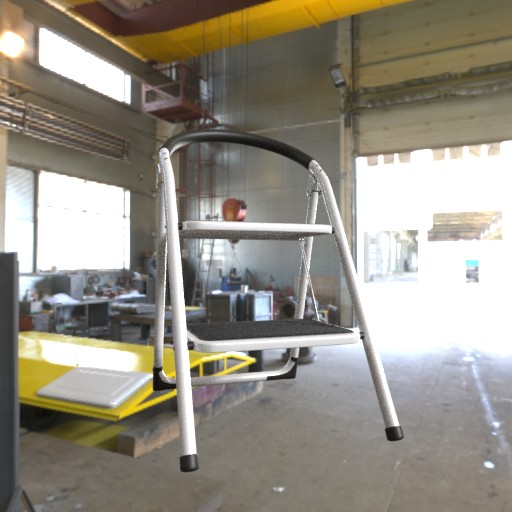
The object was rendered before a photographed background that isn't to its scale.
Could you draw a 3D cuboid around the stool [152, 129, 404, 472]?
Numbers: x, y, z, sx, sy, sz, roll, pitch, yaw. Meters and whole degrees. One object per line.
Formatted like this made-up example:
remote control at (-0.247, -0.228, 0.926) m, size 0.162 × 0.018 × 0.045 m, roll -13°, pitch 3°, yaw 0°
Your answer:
stool at (0.000, 0.000, 1.083) m, size 0.453 × 0.760 × 0.559 m, roll 0°, pitch -1°, yaw -19°
